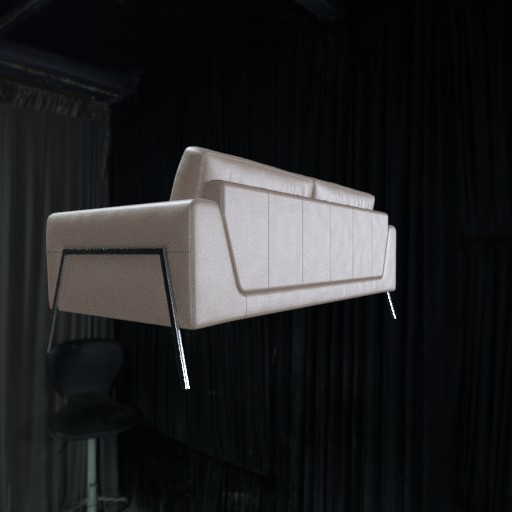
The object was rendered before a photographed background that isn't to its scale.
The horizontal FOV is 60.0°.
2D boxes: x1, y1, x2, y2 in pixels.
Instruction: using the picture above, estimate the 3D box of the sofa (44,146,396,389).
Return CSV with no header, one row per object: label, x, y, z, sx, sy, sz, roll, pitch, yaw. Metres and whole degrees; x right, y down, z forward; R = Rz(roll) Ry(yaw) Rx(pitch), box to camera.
sofa,0.000,0.000,2.559,0.953,0.875,2.017,0,0,37
